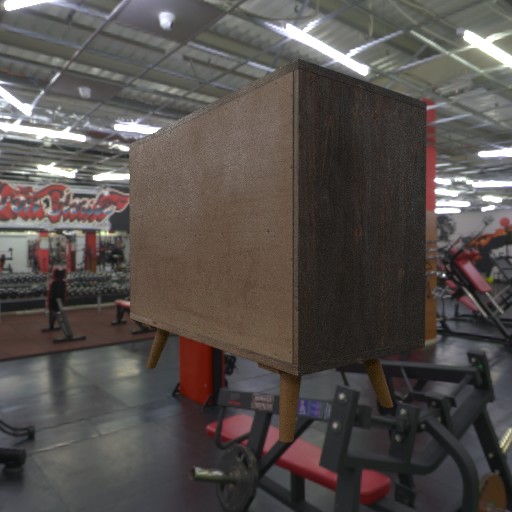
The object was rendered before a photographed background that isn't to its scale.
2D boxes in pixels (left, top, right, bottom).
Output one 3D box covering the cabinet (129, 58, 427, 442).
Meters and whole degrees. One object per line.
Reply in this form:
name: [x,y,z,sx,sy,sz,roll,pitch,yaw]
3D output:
cabinet: [0.000,0.000,1.556,0.529,0.897,1.023,-1,1,-37]
